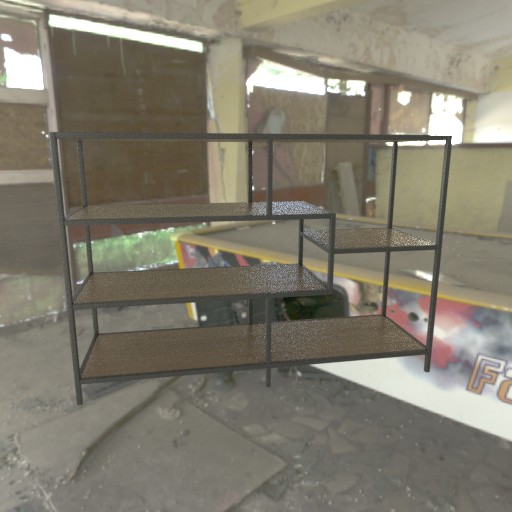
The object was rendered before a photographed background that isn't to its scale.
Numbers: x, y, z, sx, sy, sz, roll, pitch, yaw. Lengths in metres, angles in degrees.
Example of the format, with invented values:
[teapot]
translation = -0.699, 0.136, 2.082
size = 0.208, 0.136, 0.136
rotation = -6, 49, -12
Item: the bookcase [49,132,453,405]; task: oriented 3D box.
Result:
[bookcase]
translation = 0.000, 0.000, 1.489
size = 1.140, 0.780, 0.350
rotation = -2, 13, -10
